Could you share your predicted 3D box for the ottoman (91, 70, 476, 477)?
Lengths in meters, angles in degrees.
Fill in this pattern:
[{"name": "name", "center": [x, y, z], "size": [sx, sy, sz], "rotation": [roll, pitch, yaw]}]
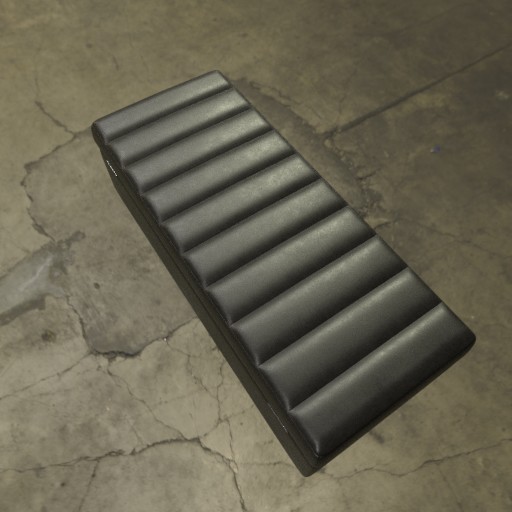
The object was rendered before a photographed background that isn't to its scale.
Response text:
[{"name": "ottoman", "center": [0.000, 0.000, 1.356], "size": [0.482, 0.469, 1.151], "rotation": [-30, 64, -16]}]
